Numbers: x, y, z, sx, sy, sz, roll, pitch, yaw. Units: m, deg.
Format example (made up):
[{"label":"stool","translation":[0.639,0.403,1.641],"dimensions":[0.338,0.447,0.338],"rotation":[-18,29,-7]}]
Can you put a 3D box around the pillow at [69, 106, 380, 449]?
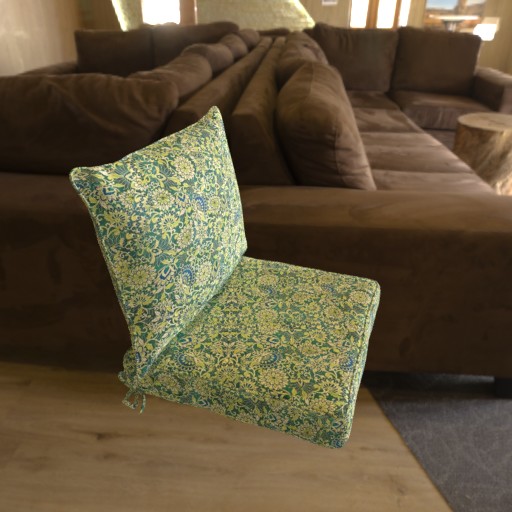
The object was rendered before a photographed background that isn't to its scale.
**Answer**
[{"label":"pillow","translation":[0.000,0.000,1.353],"dimensions":[0.740,0.722,0.798],"rotation":[10,31,18]}]
